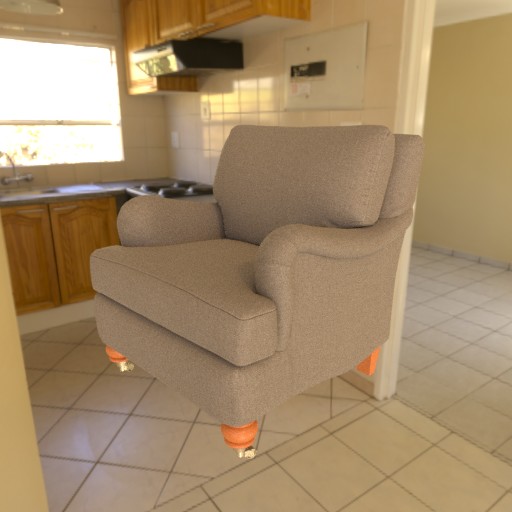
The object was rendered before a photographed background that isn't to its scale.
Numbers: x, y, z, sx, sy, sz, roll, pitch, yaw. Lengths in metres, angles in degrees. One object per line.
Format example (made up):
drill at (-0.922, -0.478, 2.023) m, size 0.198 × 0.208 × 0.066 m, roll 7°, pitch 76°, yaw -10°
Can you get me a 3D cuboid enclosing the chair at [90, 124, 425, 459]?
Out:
chair at (0.000, 0.000, 1.830) m, size 0.955 × 1.038 × 1.070 m, roll 16°, pitch 23°, yaw 42°
